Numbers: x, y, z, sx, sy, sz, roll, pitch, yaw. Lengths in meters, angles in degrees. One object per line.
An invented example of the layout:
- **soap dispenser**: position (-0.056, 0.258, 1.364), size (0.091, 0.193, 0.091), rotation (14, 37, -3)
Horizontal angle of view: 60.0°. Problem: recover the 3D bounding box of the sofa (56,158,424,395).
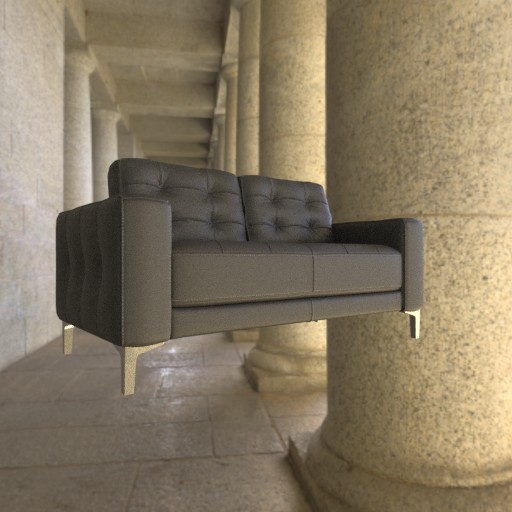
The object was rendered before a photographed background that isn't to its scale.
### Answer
- **sofa**: position (0.000, 0.000, 2.223), size (1.726, 0.892, 0.833), rotation (0, 0, -37)
